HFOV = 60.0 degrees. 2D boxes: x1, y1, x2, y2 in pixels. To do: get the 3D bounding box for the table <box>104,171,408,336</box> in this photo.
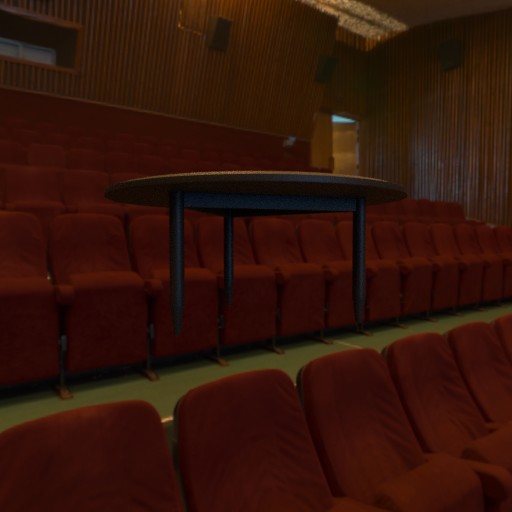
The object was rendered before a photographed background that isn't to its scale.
[{"bbox_3d":[0.000,0.000,1.393,0.900,0.400,0.900,0,2,0],"label":"table"}]
